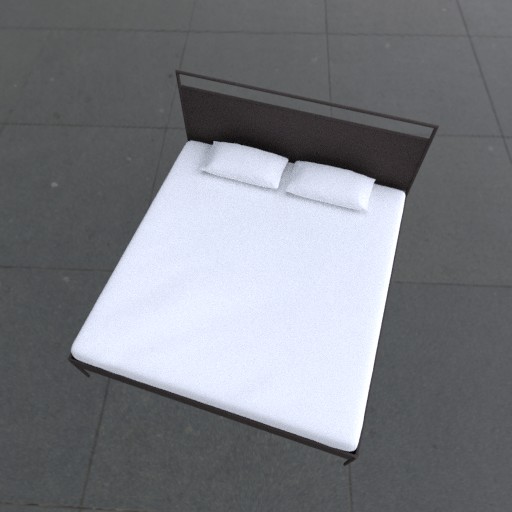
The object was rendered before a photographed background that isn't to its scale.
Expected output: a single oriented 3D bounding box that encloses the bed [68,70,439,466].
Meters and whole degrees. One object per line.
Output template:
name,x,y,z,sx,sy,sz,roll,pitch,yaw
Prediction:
bed,0.000,0.000,3.220,1.993,1.173,2.151,15,60,9
